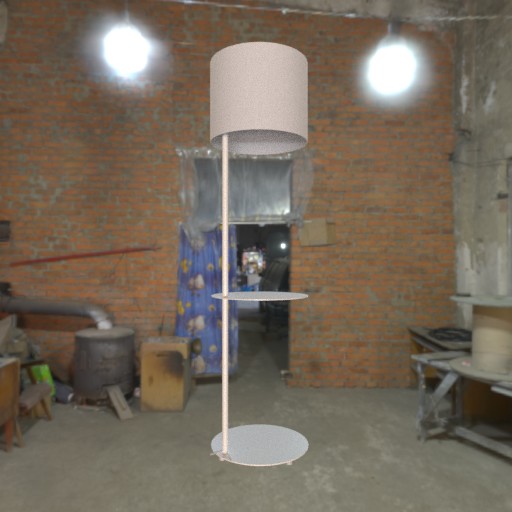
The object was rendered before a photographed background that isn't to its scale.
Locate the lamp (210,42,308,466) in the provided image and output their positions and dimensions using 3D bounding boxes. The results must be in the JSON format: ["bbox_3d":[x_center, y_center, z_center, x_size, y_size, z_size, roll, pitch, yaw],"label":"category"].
[{"bbox_3d":[0.000,0.000,1.690,0.405,1.465,0.372,0,-1,-37],"label":"lamp"}]
